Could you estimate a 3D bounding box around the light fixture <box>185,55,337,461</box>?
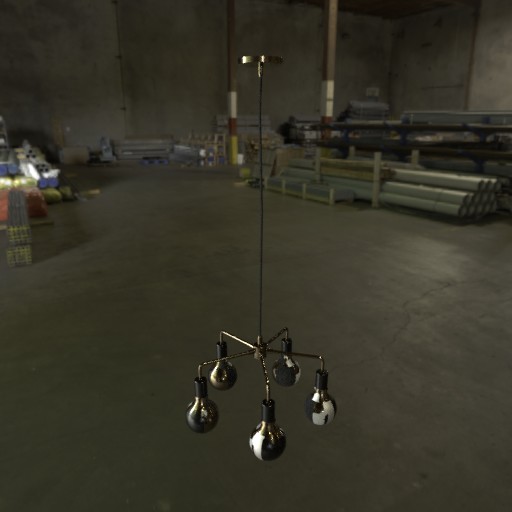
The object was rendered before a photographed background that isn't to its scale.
[{"bbox_3d":[0.000,0.000,1.211,0.438,0.988,0.421,-15,22,-40],"label":"light fixture"}]
